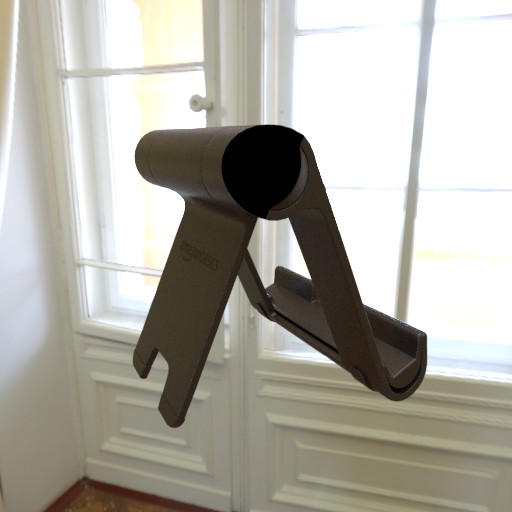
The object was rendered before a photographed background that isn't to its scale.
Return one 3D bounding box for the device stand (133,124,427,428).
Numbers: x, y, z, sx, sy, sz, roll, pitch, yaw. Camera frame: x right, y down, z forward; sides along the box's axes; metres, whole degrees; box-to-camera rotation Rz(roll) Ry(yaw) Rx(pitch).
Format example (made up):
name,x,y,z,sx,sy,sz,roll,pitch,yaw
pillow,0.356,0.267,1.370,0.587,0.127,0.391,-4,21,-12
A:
name,x,y,z,sx,sy,sz,roll,pitch,yaw
device stand,0.000,0.000,0.151,0.079,0.084,0.088,-8,17,-28
